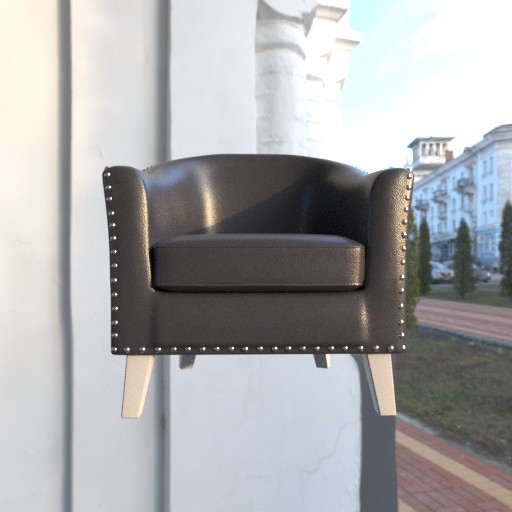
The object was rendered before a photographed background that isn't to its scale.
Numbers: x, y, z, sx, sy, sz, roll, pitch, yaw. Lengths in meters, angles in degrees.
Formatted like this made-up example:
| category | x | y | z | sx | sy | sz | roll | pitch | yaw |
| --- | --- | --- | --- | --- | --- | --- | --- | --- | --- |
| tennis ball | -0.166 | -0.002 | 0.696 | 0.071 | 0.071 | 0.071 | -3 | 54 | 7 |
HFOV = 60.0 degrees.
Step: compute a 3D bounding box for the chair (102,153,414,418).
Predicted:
| category | x | y | z | sx | sy | sz | roll | pitch | yaw |
| --- | --- | --- | --- | --- | --- | --- | --- | --- | --- |
| chair | 0.000 | 0.000 | 1.448 | 0.794 | 0.823 | 0.748 | 0 | -1 | -2 |
